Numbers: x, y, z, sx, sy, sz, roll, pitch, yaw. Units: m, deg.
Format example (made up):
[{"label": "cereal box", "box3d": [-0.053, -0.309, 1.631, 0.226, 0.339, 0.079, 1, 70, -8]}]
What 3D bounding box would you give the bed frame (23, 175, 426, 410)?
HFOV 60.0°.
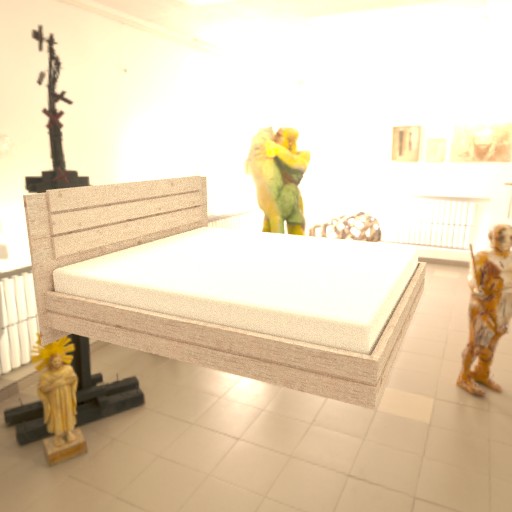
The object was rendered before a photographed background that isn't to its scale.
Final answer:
[{"label": "bed frame", "box3d": [0.000, 0.000, 3.104, 2.080, 0.970, 1.950, 7, 15, 26]}]
